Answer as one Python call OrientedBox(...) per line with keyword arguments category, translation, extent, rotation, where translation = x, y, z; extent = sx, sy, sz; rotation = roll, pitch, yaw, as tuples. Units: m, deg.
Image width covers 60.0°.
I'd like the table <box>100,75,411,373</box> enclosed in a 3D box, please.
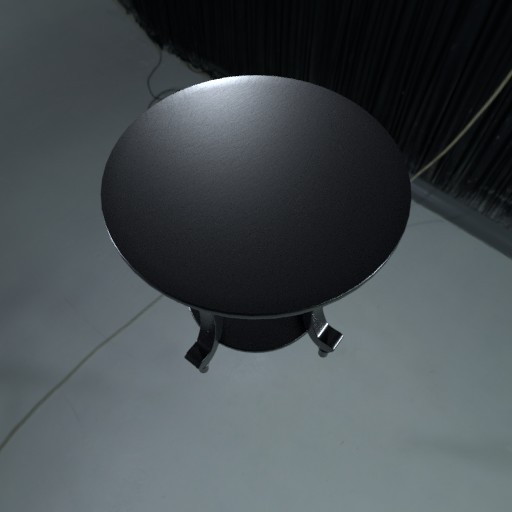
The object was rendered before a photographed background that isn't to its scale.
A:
OrientedBox(category="table", translation=(0.000, 0.000, 1.126), extent=(0.597, 0.618, 0.597), rotation=(0, 59, 0))
